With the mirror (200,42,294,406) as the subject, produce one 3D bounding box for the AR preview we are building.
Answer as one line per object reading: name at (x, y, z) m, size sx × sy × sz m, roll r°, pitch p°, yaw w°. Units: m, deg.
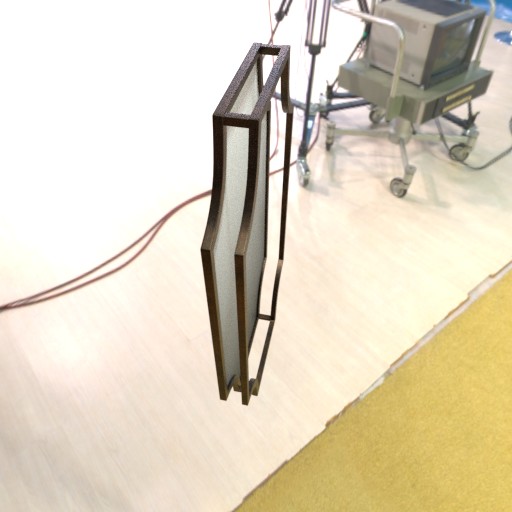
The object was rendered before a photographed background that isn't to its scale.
mirror at (0.000, 0.000, 0.979) m, size 0.066 × 0.811 × 0.462 m, roll 9°, pitch 47°, yaw 9°
